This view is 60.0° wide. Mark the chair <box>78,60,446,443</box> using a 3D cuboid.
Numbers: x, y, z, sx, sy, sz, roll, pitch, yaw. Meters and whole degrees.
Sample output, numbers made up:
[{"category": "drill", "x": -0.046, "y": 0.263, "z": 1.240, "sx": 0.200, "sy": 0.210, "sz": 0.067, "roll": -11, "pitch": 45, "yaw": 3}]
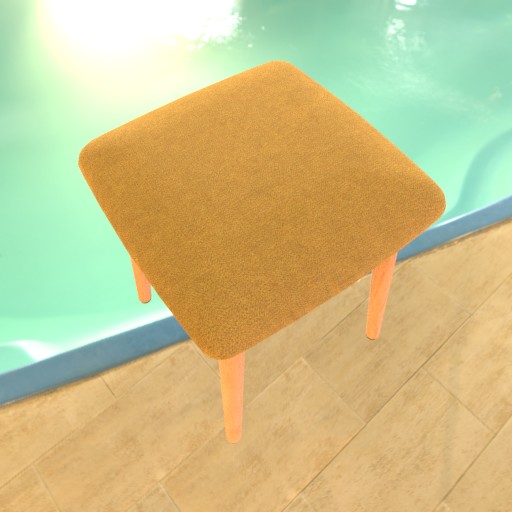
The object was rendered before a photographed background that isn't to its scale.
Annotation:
[{"category": "chair", "x": 0.000, "y": 0.000, "z": 0.690, "sx": 0.350, "sy": 0.440, "sz": 0.350, "roll": -31, "pitch": 63, "yaw": -18}]
